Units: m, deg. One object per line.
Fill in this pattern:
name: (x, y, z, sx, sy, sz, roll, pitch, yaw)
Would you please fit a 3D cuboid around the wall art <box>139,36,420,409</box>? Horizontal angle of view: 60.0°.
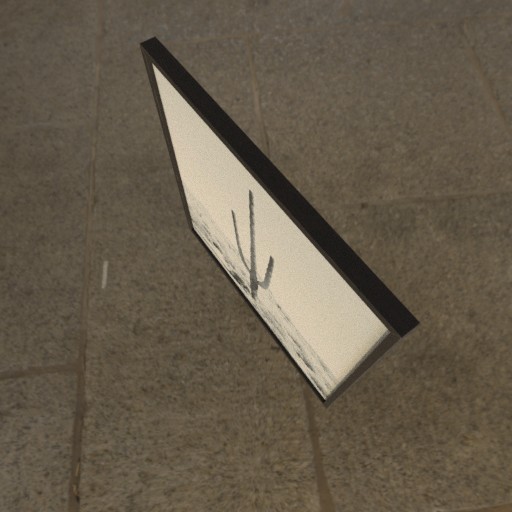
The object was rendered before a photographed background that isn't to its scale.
wall art: (0.000, 0.000, 1.118, 0.038, 0.762, 0.762, -33, 68, -15)
